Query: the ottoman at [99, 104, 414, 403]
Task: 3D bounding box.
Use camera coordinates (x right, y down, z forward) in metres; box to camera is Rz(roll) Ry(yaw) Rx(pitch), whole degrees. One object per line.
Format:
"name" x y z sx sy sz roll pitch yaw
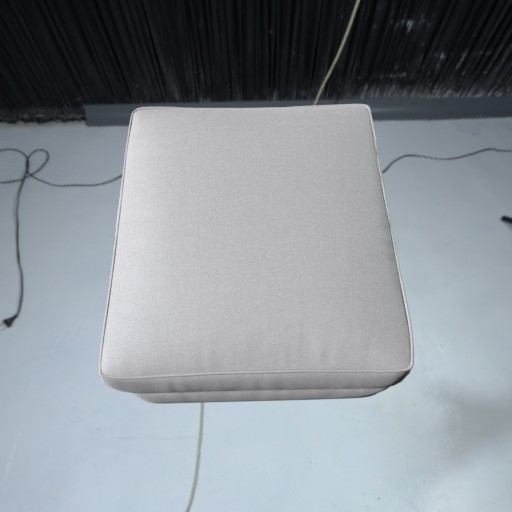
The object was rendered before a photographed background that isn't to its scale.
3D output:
"ottoman" 0.000 0.000 1.171 0.662 0.505 0.721 -1 64 -1
